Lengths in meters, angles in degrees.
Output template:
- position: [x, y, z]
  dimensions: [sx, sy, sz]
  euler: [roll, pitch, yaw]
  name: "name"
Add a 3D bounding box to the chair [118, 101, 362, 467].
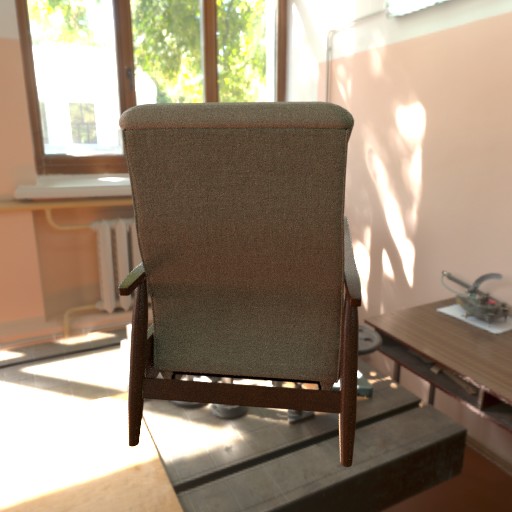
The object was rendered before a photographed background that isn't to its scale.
- position: [0.000, 0.000, 1.759]
  dimensions: [0.762, 1.082, 1.014]
  euler: [2, 15, 7]
  name: "chair"
